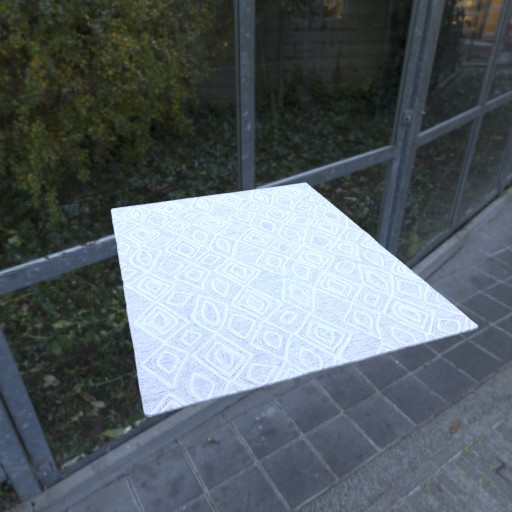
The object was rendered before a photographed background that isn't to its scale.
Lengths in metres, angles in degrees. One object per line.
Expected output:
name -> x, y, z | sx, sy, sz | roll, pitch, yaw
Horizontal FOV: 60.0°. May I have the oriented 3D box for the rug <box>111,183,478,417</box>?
rug -> 0.000, 0.000, 4.160 | 2.449, 0.025, 3.049 | -10, 32, -16
